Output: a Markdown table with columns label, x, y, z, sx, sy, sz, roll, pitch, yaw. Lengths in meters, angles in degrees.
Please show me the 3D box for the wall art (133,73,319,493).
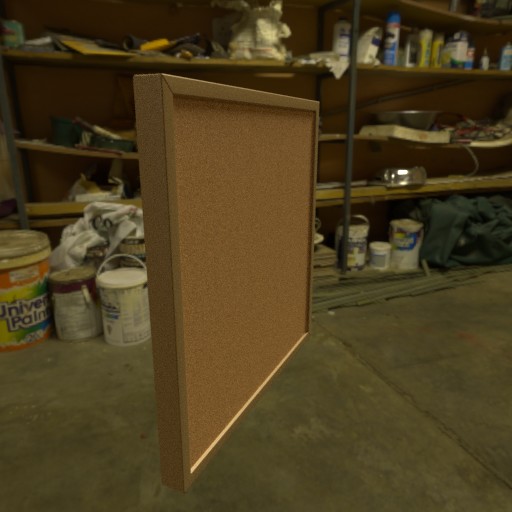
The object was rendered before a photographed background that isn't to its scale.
| label | x | y | z | sx | sy | sz | roll | pitch | yaw |
| --- | --- | --- | --- | --- | --- | --- | --- | --- | --- |
| wall art | 0.000 | 0.000 | 0.734 | 0.036 | 0.509 | 0.509 | 7 | 17 | 24 |
